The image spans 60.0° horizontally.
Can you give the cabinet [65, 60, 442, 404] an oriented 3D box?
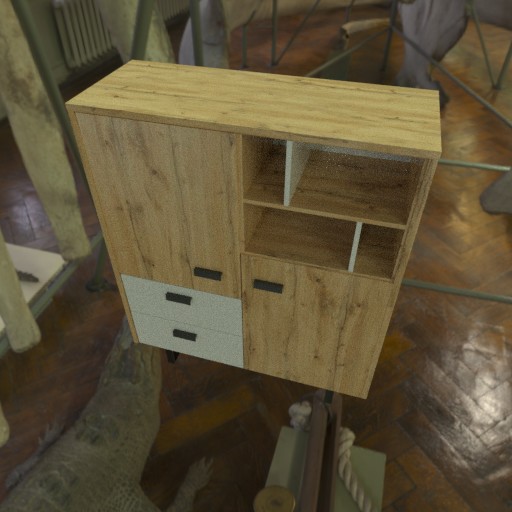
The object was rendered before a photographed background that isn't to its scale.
[{"bbox_3d":[0.000,0.000,1.933,1.168,1.397,0.473,11,42,12],"label":"cabinet"}]
